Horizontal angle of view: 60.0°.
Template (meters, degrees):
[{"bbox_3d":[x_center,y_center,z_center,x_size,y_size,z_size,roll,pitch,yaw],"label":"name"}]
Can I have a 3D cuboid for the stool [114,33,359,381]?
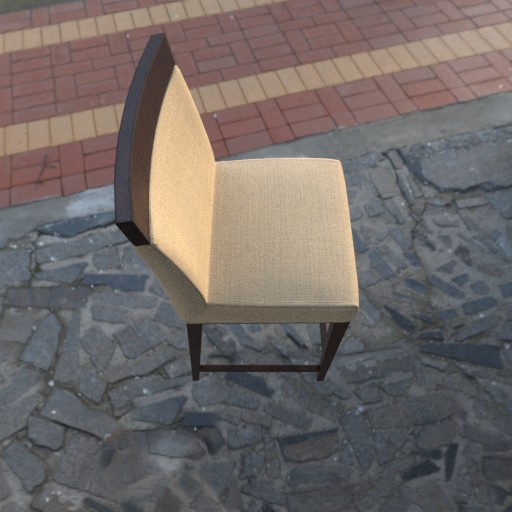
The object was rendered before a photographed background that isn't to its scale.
[{"bbox_3d":[0.000,0.000,1.345,0.531,1.117,0.511,0,60,0],"label":"stool"}]
